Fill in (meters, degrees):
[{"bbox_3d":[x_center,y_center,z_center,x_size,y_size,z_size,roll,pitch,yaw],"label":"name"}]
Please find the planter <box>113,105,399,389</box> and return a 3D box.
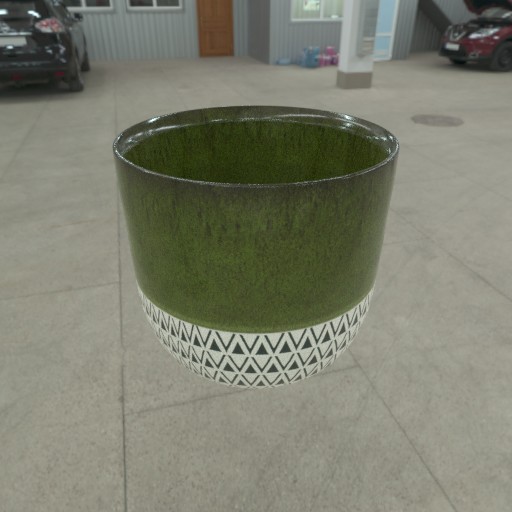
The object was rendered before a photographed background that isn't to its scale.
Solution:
[{"bbox_3d":[0.000,0.000,0.493,0.266,0.270,0.266,0,30,0],"label":"planter"}]
